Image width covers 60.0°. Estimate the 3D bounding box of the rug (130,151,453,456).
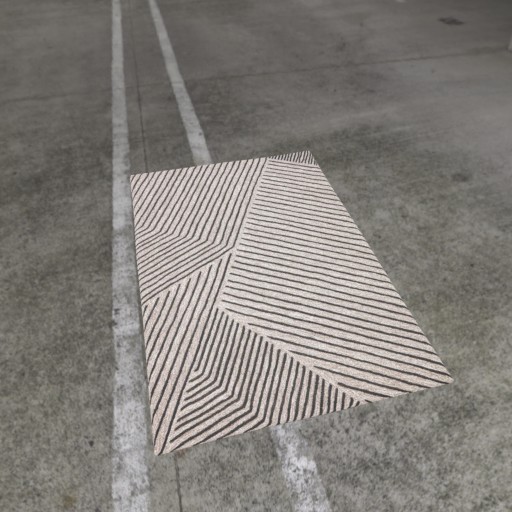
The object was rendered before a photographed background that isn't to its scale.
[{"bbox_3d":[0.000,0.000,2.366,1.237,0.019,1.842,-10,46,-10],"label":"rug"}]
